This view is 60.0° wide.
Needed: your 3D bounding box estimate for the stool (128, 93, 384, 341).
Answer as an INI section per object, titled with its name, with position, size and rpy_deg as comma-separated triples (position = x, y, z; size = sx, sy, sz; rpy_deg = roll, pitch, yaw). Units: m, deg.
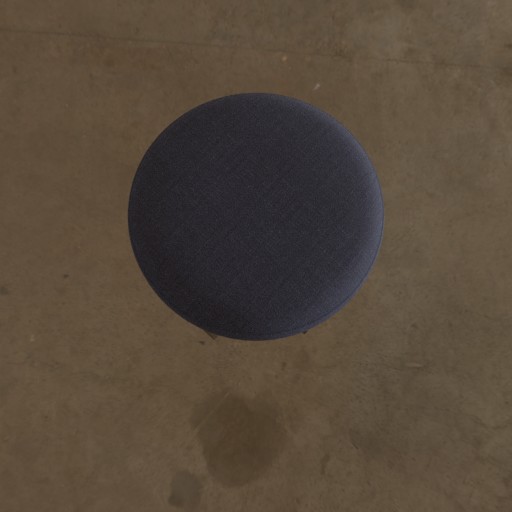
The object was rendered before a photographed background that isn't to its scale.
[stool]
position = 0.000, 0.000, 1.064
size = 0.446, 0.758, 0.446
rpy_deg = 0, 77, 0
